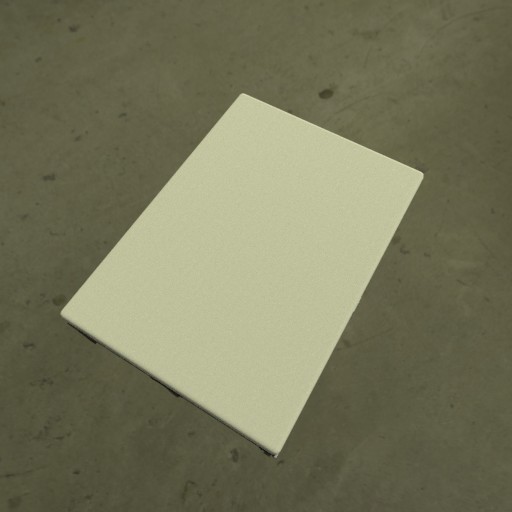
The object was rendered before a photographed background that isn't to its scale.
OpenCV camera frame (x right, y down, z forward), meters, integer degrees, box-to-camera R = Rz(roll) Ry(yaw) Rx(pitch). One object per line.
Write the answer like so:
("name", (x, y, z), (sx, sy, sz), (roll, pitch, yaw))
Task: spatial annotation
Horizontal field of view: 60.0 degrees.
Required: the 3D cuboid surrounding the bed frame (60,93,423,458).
("bed frame", (0.000, 0.000, 3.868), (2.205, 0.680, 2.842), (35, 69, 16))
